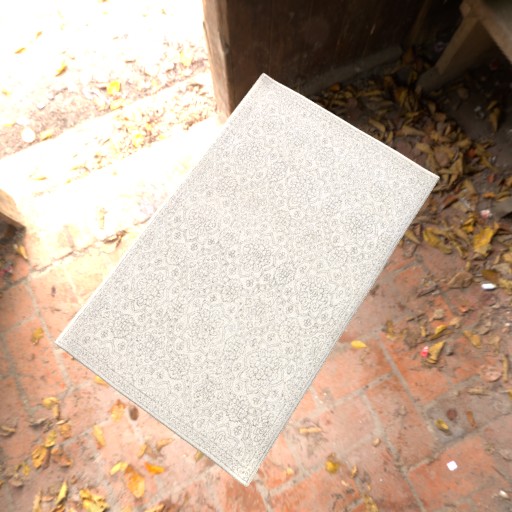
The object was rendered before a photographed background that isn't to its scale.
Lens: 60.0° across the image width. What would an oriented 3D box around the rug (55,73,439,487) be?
[{"bbox_3d":[0.000,0.000,2.403,1.214,0.023,1.947,33,78,8],"label":"rug"}]
